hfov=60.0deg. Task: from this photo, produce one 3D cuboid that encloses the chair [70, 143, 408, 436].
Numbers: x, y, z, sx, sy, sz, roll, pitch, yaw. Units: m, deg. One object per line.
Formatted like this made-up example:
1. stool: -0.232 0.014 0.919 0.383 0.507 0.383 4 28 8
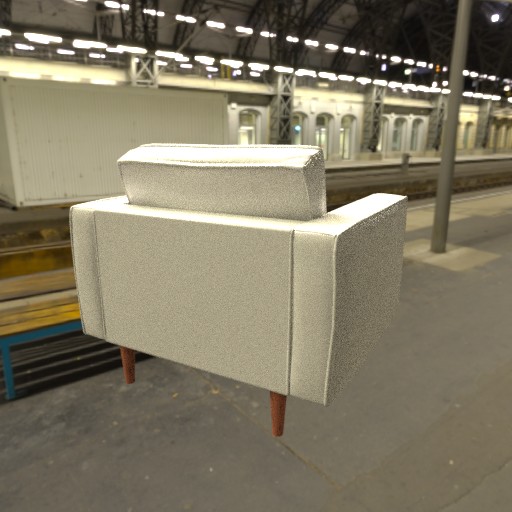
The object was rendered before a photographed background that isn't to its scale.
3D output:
1. chair: 0.000 0.000 1.572 0.928 0.773 0.843 8 17 28
